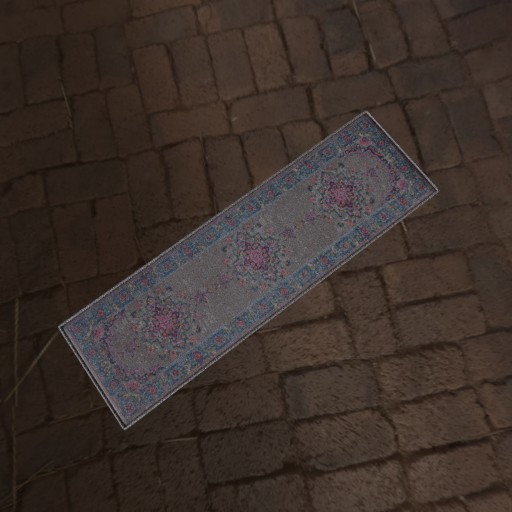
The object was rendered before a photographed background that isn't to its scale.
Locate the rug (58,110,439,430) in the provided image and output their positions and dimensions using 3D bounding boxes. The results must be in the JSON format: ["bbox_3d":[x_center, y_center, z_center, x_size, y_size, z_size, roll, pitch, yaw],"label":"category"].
[{"bbox_3d":[0.000,0.000,2.079,1.827,0.012,0.553,-36,79,-8],"label":"rug"}]
